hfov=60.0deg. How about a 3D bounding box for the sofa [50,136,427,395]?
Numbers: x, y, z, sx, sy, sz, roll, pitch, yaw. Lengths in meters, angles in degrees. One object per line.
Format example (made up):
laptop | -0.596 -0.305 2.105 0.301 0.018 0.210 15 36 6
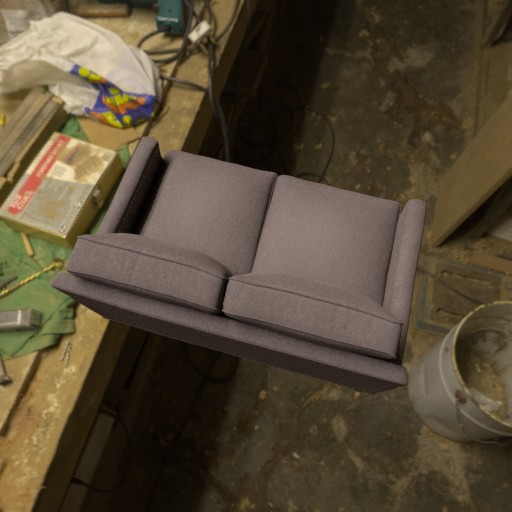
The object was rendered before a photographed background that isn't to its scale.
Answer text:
sofa | 0.000 0.000 2.301 1.597 1.003 1.084 14 65 7
